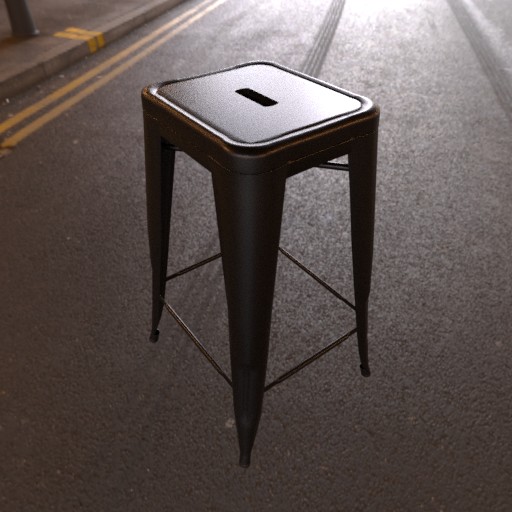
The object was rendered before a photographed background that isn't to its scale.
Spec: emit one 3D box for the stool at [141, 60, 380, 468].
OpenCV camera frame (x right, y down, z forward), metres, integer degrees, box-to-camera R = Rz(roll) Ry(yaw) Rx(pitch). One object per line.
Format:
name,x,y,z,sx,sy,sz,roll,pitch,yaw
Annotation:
stool,0.000,0.000,0.839,0.359,0.609,0.399,-26,46,-28
